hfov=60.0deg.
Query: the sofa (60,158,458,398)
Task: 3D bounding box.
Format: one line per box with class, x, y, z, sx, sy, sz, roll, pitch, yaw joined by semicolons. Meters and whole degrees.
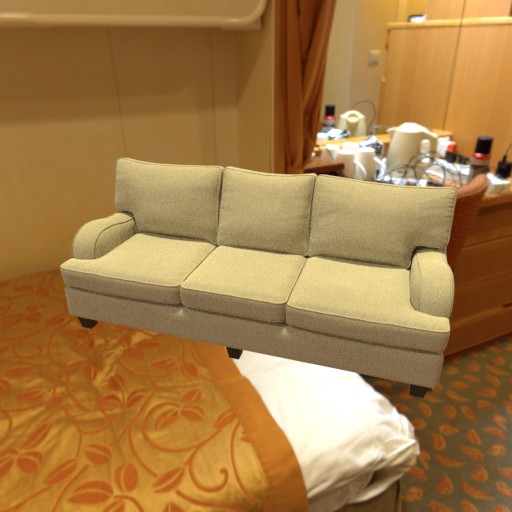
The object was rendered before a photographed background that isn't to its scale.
sofa;0.000;0.000;2.869;2.323;0.991;1.016;8;27;16
